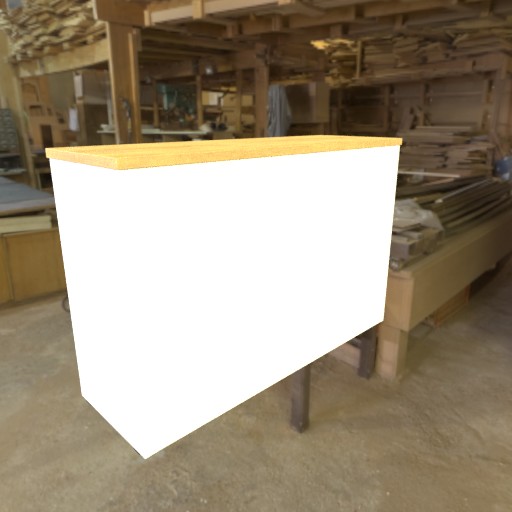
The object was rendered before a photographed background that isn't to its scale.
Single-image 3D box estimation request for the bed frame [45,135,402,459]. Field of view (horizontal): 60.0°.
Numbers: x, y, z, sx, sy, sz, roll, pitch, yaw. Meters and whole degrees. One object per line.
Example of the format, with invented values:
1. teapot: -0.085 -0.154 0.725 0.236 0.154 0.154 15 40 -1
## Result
1. bed frame: 0.000 0.000 1.707 1.300 0.850 0.430 -16 24 -42
